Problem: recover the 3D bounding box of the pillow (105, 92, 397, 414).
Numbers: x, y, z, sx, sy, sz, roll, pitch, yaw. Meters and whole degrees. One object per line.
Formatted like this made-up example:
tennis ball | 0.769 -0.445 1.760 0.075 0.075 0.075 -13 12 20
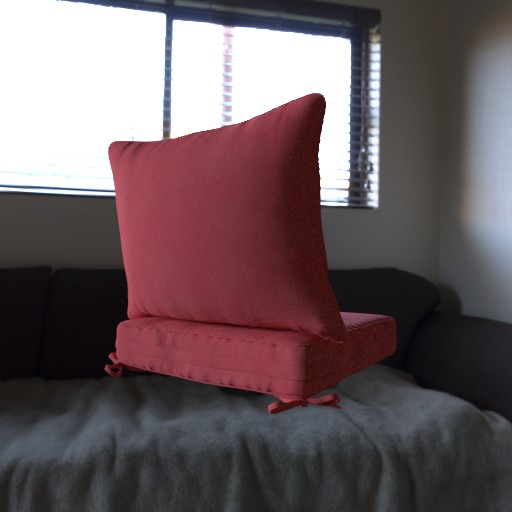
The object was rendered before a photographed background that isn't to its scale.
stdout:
pillow | 0.000 0.000 1.426 0.798 0.725 0.733 -1 -1 35
